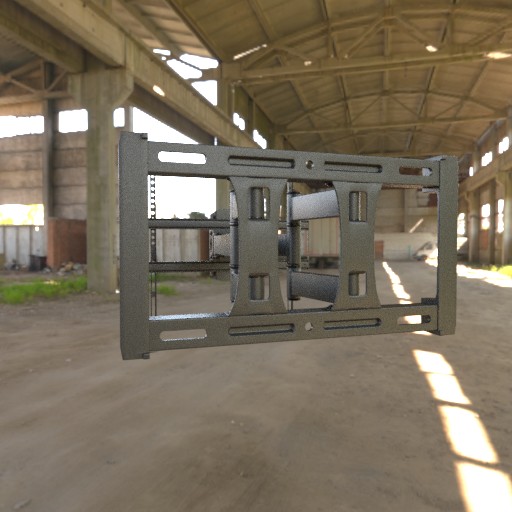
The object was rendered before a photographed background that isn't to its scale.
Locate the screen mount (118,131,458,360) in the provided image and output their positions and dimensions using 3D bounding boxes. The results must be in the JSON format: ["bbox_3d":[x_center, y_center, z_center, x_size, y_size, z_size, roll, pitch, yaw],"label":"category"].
[{"bbox_3d":[0.000,0.000,0.954,0.571,0.424,0.556,-1,2,-18],"label":"screen mount"}]
